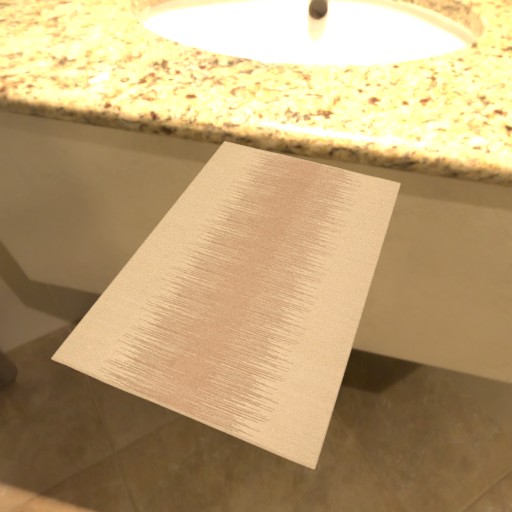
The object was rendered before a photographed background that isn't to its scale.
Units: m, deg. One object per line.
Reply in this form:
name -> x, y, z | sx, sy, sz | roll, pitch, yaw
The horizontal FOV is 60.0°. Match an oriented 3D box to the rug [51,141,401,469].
rug -> 0.000, 0.000, 2.398 | 1.234, 0.006, 1.850 | 17, 50, 15
